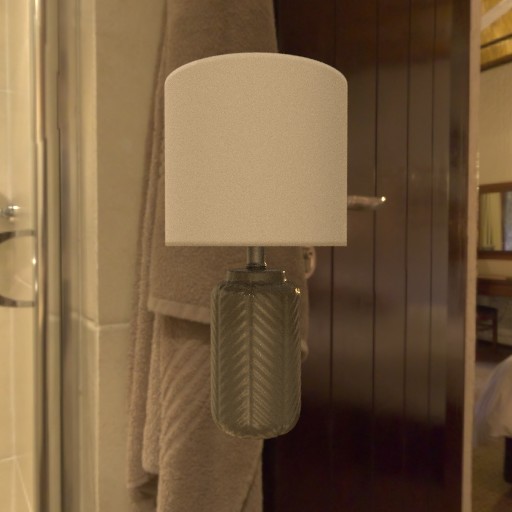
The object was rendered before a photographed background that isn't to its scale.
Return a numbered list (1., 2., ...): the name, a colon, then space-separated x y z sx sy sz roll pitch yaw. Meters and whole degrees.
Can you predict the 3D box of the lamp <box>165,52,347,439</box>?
1. lamp: 0.000 0.000 0.507 0.203 0.389 0.203 0 1 20
